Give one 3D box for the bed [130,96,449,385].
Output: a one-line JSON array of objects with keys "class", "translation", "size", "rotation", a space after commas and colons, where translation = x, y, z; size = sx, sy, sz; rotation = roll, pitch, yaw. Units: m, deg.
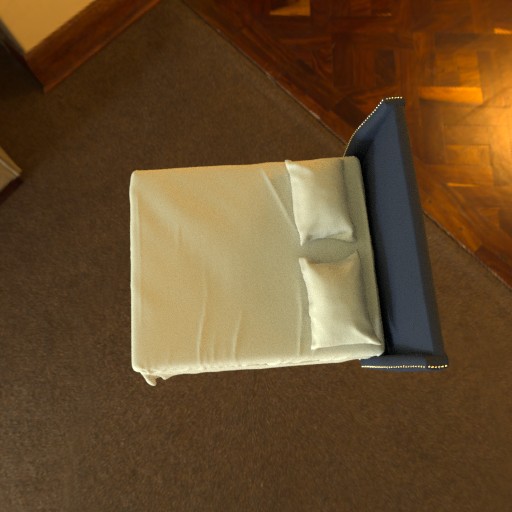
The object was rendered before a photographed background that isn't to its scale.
[{"class": "bed", "translation": [0.000, 0.000, 3.549], "size": [2.276, 1.332, 1.925], "rotation": [-4, 76, -1]}]
